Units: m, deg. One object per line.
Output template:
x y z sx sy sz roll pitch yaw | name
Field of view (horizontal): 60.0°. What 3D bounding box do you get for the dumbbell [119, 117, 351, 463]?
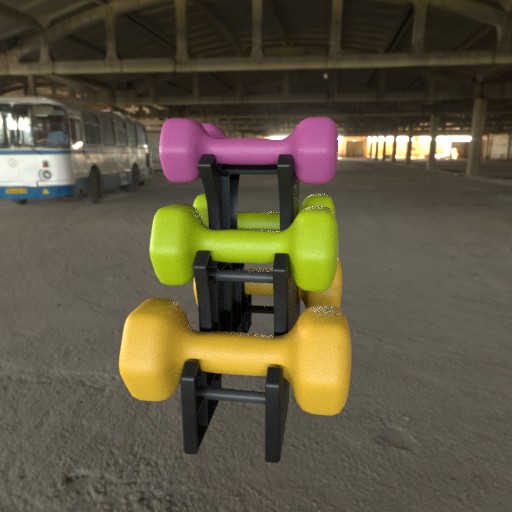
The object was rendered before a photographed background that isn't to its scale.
0.000 0.000 0.465 0.190 0.271 0.300 2 14 8 | dumbbell
